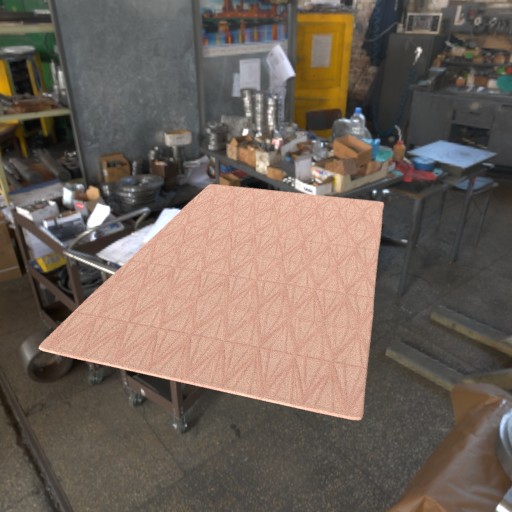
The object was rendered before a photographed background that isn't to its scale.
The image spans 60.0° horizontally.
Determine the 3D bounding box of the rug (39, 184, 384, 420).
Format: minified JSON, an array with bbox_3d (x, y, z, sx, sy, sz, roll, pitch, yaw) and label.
[{"bbox_3d":[0.000,0.000,3.006,1.609,0.015,2.390,8,31,14],"label":"rug"}]
